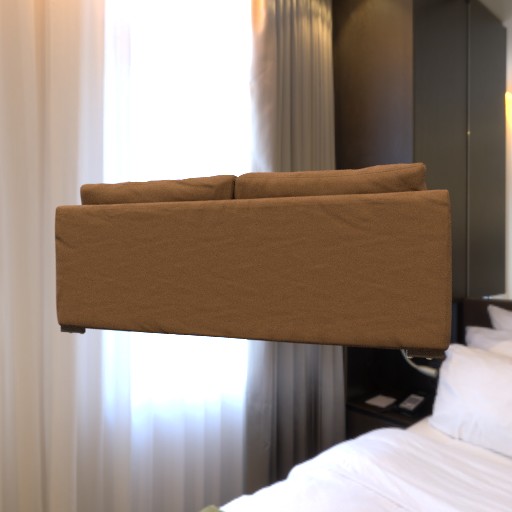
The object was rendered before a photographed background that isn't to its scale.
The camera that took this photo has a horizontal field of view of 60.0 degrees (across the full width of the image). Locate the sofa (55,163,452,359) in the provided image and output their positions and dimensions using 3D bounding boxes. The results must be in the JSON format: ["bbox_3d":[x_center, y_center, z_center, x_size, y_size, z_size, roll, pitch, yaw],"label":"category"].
[{"bbox_3d":[0.000,0.000,2.898,2.274,0.950,1.140,0,1,19],"label":"sofa"}]
